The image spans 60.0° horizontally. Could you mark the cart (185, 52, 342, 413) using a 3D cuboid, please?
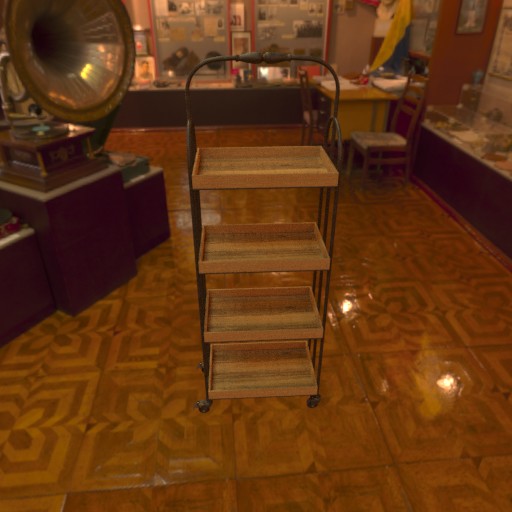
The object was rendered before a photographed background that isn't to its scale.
[{"bbox_3d":[0.000,0.000,1.763,0.581,1.481,0.308,-2,30,-3],"label":"cart"}]
